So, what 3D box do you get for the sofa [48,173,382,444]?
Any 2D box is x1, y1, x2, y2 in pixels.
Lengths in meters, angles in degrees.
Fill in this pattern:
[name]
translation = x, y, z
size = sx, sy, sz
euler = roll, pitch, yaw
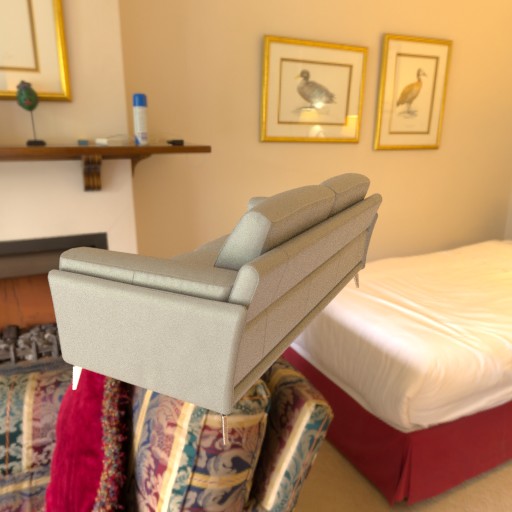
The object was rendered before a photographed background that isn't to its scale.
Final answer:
[sofa]
translation = 0.000, 0.000, 2.660
size = 1.049, 0.930, 2.101
euler = 8, 18, 26
